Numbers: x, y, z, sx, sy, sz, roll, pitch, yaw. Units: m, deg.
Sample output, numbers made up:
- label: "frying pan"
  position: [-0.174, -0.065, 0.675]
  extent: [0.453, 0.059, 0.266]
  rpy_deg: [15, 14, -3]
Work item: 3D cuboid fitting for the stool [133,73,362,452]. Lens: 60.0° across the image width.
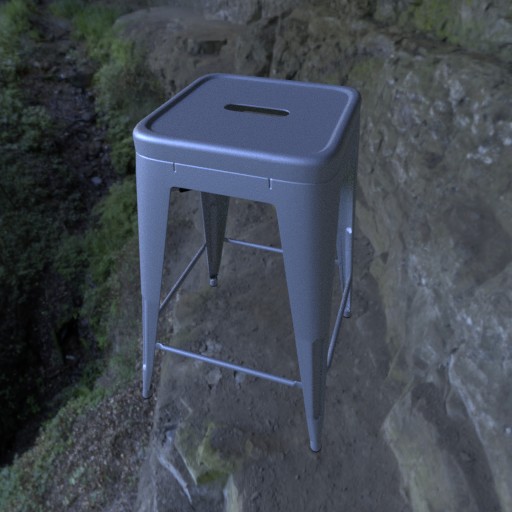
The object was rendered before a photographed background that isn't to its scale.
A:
- label: "stool"
  position: [0.000, 0.000, 0.896]
  extent: [0.406, 0.610, 0.406]
  rpy_deg: [12, 41, 14]
